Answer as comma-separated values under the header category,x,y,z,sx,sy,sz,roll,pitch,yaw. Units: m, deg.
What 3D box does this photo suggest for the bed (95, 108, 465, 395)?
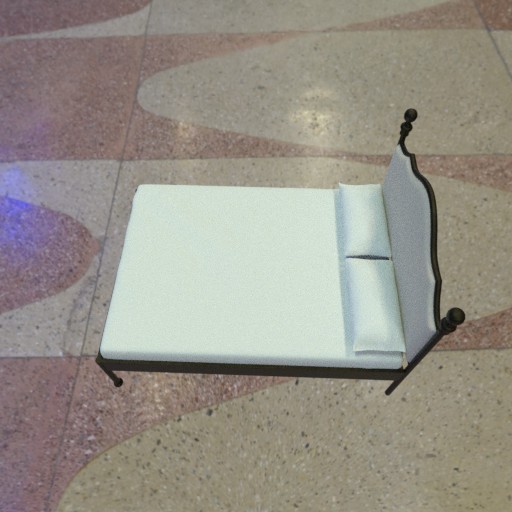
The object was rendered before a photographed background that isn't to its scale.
category,x,y,z,sx,sy,sz,roll,pitch,yaw
bed,0.000,0.000,3.324,2.224,1.499,1.642,2,58,1
